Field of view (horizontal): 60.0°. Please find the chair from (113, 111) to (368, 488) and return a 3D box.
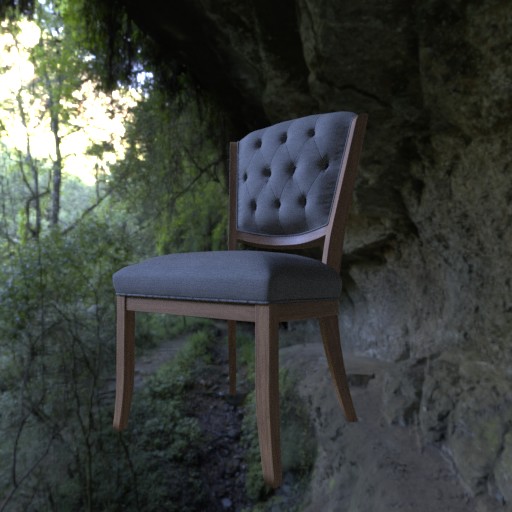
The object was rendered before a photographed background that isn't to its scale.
[{"bbox_3d":[0.000,0.000,1.233,0.513,0.905,0.584,-1,-2,37],"label":"chair"}]
